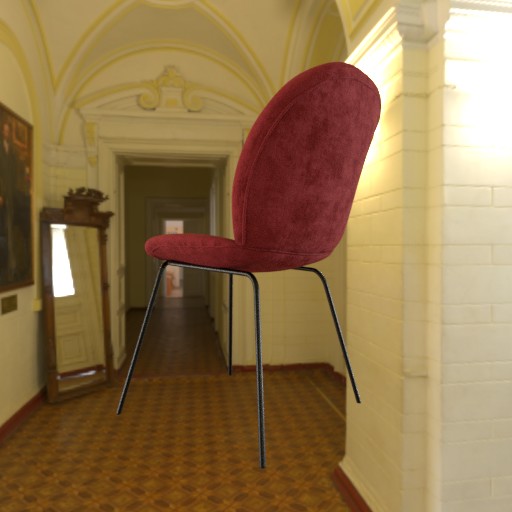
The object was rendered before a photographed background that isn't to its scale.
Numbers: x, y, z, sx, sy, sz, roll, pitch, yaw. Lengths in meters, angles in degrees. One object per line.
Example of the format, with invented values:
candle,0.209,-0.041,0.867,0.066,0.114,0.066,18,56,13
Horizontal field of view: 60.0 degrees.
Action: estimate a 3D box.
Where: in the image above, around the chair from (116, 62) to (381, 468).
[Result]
chair,0.000,0.000,1.118,0.587,0.791,0.458,0,1,37
